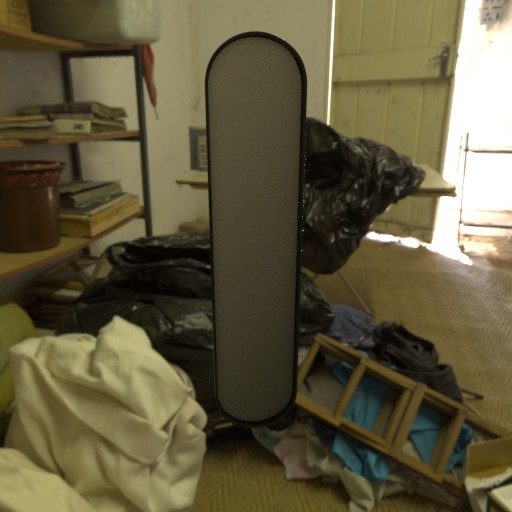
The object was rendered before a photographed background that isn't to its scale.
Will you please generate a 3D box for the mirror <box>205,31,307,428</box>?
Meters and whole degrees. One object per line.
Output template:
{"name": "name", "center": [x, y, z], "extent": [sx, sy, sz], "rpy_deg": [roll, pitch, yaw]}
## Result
{"name": "mirror", "center": [0.000, 0.000, 1.087], "extent": [0.222, 0.991, 0.032], "rpy_deg": [-2, 18, -7]}
